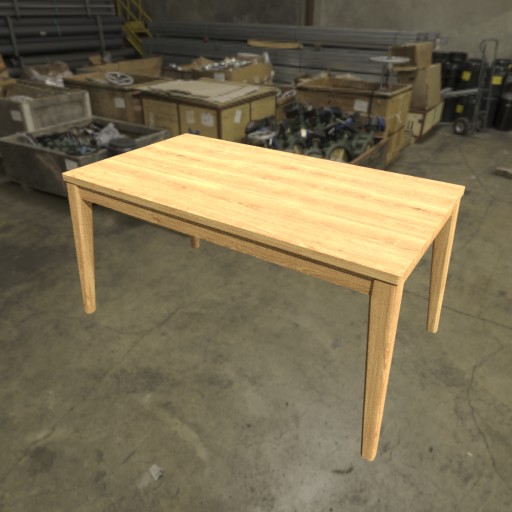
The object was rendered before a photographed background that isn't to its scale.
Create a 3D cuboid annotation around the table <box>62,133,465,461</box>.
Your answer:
[{"bbox_3d":[0.000,0.000,2.103,1.600,0.760,0.900,18,35,29],"label":"table"}]
